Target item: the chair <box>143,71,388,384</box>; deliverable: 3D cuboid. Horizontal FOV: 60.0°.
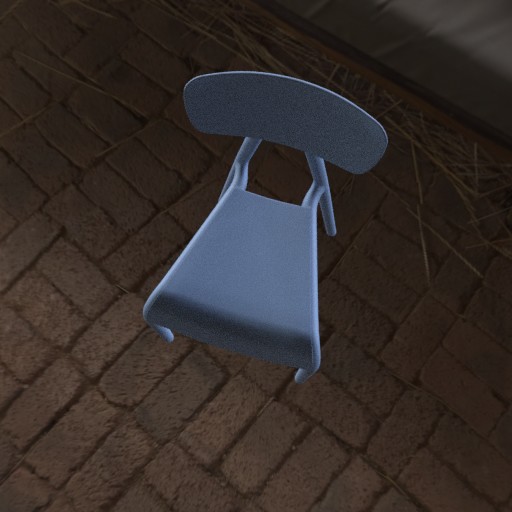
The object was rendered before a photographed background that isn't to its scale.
[{"bbox_3d":[0.000,0.000,0.838,0.356,0.580,0.401,16,76,4],"label":"chair"}]
